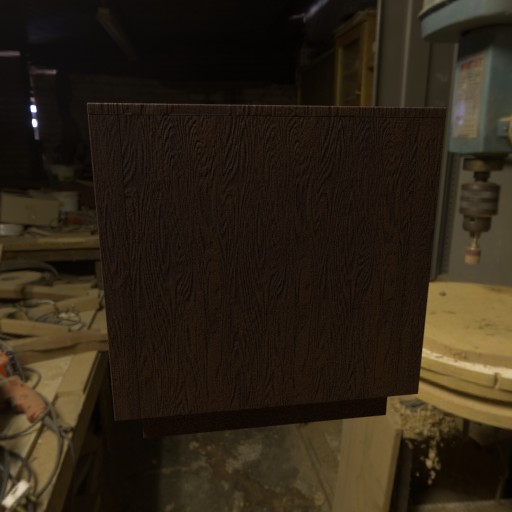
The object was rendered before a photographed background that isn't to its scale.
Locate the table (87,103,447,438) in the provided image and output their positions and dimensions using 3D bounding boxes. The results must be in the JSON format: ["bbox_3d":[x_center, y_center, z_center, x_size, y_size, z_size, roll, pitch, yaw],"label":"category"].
[{"bbox_3d":[0.000,0.000,0.960,0.560,0.585,0.439,-2,14,-9],"label":"table"}]
